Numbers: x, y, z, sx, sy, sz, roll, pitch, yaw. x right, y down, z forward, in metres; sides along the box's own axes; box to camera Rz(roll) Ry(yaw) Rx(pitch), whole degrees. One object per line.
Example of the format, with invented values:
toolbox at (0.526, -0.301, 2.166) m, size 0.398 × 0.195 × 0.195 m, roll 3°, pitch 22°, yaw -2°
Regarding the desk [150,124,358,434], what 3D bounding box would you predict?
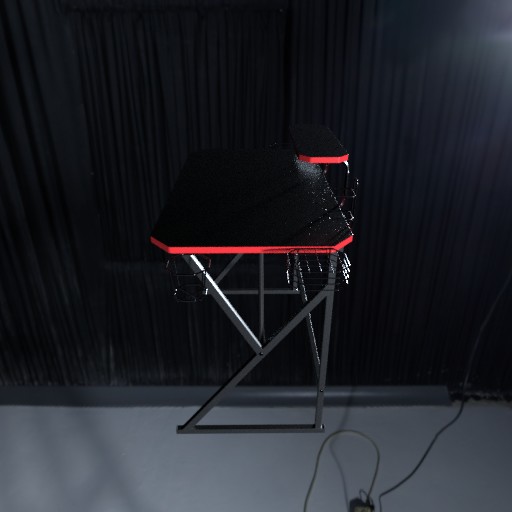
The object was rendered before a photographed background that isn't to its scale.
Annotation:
desk at (0.000, 0.000, 1.740) m, size 0.588 × 0.913 × 1.280 m, roll 0°, pitch 27°, yaw -1°
